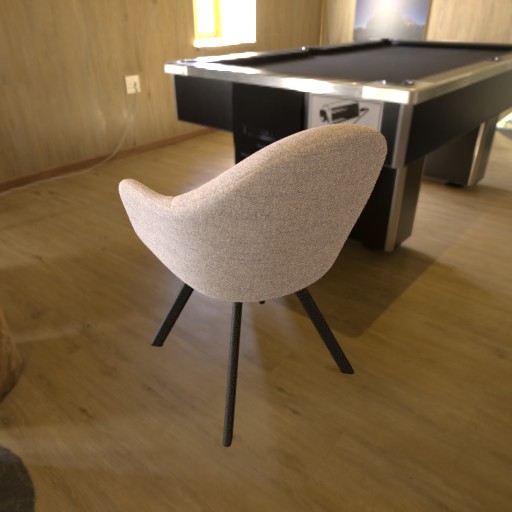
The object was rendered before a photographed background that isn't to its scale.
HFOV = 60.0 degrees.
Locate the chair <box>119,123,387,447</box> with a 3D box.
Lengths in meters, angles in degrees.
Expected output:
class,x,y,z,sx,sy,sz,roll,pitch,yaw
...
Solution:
class,x,y,z,sx,sy,sz,roll,pitch,yaw
chair,0.000,0.000,1.179,0.540,0.780,0.570,-19,35,-30
